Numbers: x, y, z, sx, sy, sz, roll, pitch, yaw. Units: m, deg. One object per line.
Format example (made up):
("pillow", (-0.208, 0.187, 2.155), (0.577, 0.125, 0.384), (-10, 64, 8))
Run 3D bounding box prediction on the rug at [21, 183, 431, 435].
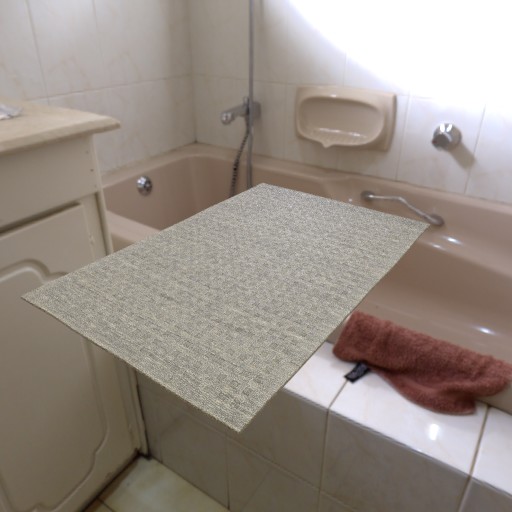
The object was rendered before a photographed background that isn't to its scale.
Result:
("rug", (0.000, 0.000, 2.851), (1.532, 0.018, 2.297), (19, 34, 31))
